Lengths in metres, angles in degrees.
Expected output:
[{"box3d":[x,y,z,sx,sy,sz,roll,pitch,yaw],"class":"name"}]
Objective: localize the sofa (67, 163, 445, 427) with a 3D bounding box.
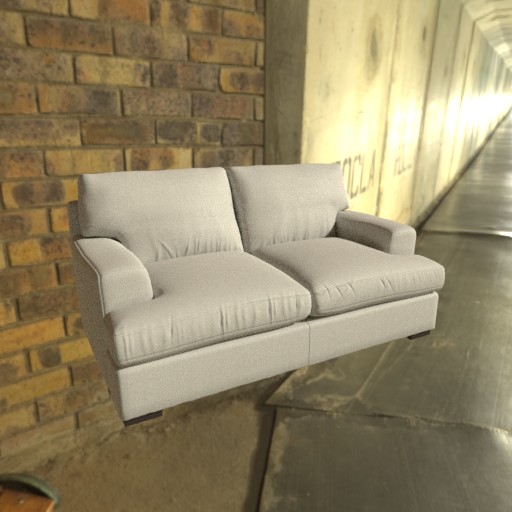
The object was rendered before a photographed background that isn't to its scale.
[{"box3d":[0.000,0.000,2.508,1.880,0.940,1.143,-9,18,-27],"class":"sofa"}]
